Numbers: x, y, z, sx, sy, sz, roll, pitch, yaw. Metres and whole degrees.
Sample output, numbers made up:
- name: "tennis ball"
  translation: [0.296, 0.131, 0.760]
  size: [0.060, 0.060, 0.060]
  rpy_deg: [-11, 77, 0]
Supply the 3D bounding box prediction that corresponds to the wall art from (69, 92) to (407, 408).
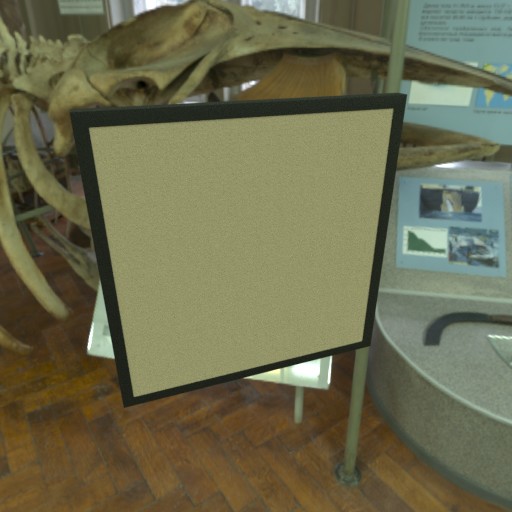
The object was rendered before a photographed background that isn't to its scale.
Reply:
- name: "wall art"
  translation: [0.000, 0.000, 0.457]
  size: [0.306, 0.304, 0.015]
  rpy_deg: [-9, 28, -18]
